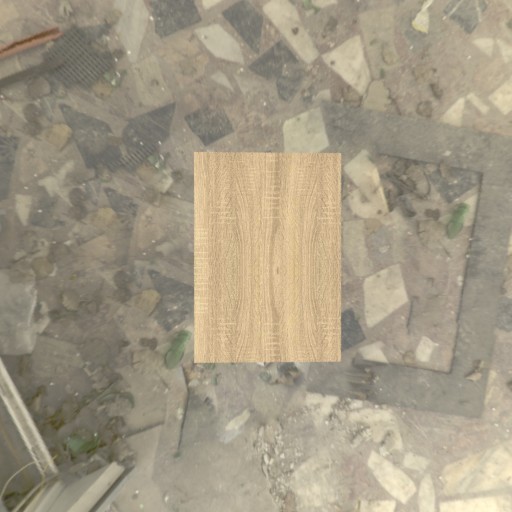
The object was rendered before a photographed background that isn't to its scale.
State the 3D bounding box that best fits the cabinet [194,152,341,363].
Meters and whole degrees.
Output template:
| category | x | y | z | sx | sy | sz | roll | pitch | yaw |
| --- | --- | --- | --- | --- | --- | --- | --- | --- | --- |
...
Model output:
| category | x | y | z | sx | sy | sz | roll | pitch | yaw |
| --- | --- | --- | --- | --- | --- | --- | --- | --- | --- |
| cabinet | 0.000 | 0.000 | 2.130 | 0.400 | 1.850 | 0.570 | 0 | 90 | -2 |
